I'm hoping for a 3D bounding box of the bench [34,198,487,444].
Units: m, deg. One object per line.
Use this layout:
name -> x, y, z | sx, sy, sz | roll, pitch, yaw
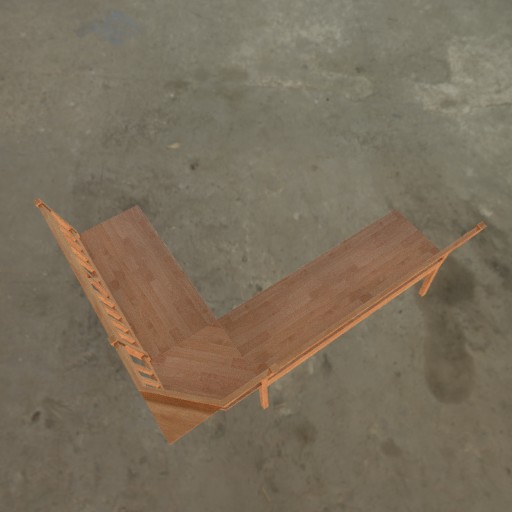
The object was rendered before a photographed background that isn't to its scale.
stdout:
bench -> 0.000, 0.000, 2.792 | 1.937, 0.902, 1.537 | -30, 63, -17
